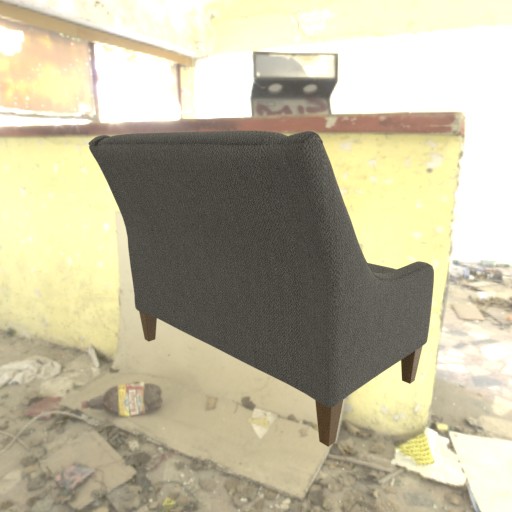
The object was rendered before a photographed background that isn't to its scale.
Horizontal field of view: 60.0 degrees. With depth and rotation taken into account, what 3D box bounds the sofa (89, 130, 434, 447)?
[{"bbox_3d":[0.000,0.000,1.917,0.873,1.022,1.242,-14,20,-43],"label":"sofa"}]
